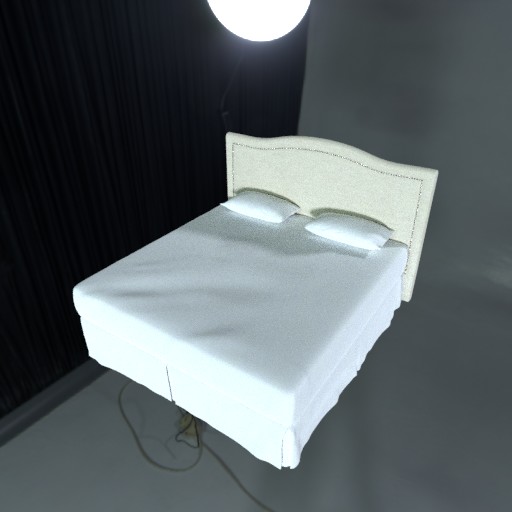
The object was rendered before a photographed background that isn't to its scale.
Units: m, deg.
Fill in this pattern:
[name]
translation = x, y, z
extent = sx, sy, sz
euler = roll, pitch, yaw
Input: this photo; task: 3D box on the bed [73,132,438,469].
[bed]
translation = 0.000, 0.000, 3.568
extent = 2.083, 1.421, 2.182
euler = 19, 35, 29
